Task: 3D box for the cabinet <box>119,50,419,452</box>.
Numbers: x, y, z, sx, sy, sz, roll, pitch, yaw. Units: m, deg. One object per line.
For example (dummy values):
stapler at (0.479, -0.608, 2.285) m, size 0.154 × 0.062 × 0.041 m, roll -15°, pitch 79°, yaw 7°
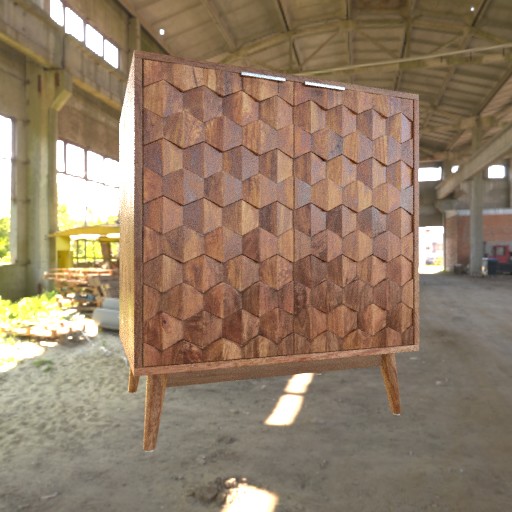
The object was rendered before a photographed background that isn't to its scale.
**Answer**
cabinet at (0.000, 0.000, 1.141) m, size 0.647 × 0.758 × 0.473 m, roll 0°, pitch 0°, yaw -20°
